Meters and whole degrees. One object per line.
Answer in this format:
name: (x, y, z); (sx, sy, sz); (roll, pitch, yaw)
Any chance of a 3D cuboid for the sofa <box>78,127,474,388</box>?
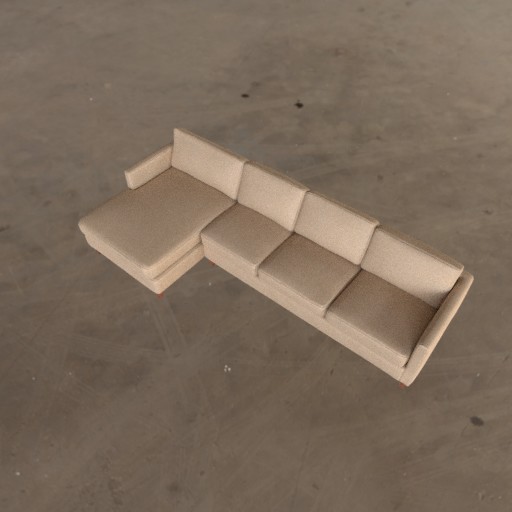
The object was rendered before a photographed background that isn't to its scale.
sofa: (0.000, 0.000, 3.891); (3.201, 0.876, 1.502); (31, 55, 25)
